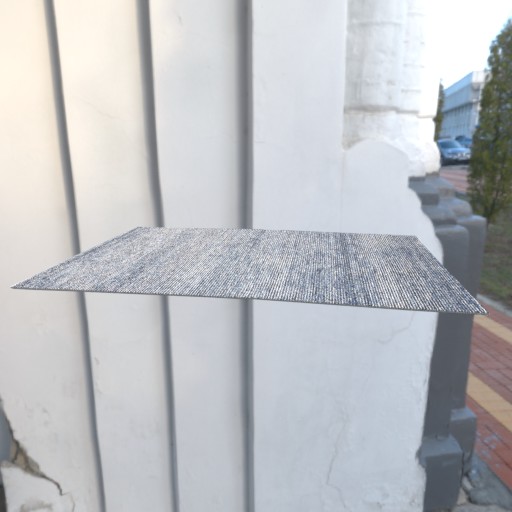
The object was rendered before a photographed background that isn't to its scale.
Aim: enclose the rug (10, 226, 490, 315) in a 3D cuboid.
[{"bbox_3d":[0.000,0.000,2.908,2.349,0.030,1.624,2,15,9],"label":"rug"}]
